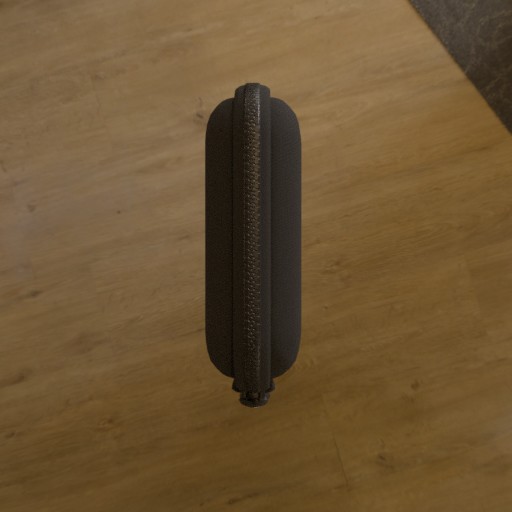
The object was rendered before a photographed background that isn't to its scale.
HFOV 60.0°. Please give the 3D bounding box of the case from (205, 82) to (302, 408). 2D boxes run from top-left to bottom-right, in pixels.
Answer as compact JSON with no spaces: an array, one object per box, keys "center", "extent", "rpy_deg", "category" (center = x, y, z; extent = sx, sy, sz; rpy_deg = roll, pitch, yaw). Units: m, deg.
[{"center":[0.000,0.000,0.193],"extent":[0.030,0.147,0.107],"rpy_deg":[0,90,1],"category":"case"}]
